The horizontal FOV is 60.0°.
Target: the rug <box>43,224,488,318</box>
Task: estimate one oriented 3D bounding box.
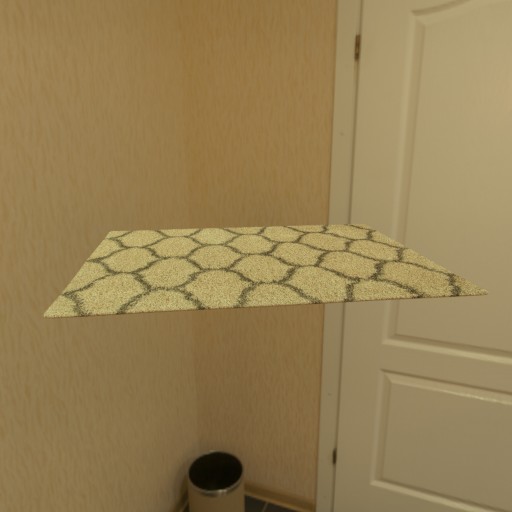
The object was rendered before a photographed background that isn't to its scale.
[{"bbox_3d":[0.000,0.000,4.064,3.000,0.026,2.399,-2,16,-8],"label":"rug"}]
